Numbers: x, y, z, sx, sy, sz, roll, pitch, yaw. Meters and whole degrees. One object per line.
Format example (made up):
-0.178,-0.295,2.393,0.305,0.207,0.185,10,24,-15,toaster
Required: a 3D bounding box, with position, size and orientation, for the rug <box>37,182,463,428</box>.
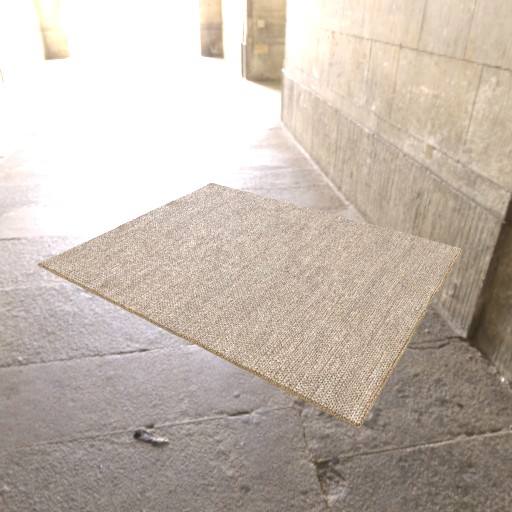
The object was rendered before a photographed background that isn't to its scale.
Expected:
0.000,0.000,4.043,3.052,0.030,2.429,19,35,29,rug
